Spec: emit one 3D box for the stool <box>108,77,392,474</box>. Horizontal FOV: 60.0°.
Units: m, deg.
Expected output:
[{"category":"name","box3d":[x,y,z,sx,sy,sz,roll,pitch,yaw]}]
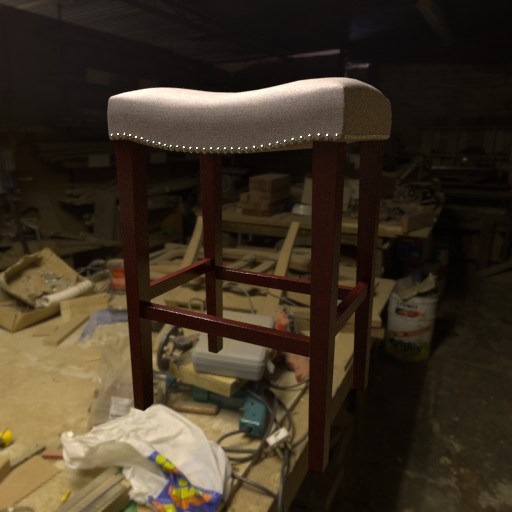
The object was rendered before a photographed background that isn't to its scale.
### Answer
[{"category":"stool","box3d":[0.000,0.000,1.029,0.504,0.742,0.372,8,17,26]}]
